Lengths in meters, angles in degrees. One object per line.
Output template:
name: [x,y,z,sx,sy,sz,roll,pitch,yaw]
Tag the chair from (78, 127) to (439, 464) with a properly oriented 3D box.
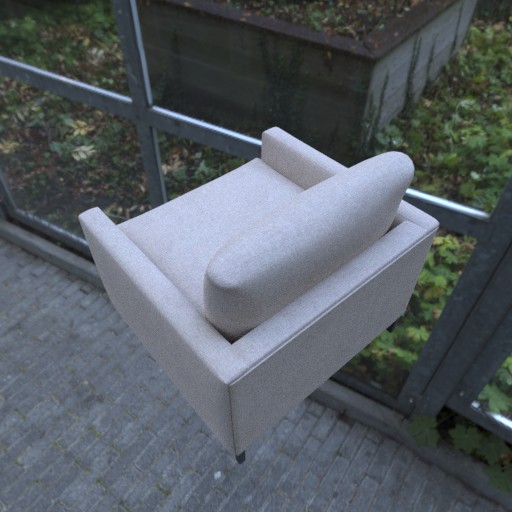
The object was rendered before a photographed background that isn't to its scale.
chair: [0.000,0.000,1.662,0.963,0.861,0.866,-31,53,-27]
